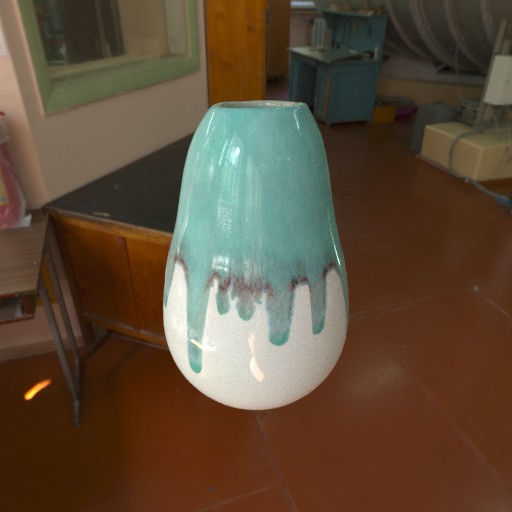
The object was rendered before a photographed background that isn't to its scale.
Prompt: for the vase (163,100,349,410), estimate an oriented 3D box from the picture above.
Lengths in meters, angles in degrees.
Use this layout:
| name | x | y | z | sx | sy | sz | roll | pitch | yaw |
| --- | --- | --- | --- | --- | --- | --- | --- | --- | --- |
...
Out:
| name | x | y | z | sx | sy | sz | roll | pitch | yaw |
| --- | --- | --- | --- | --- | --- | --- | --- | --- | --- |
| vase | 0.000 | 0.000 | 0.262 | 0.116 | 0.179 | 0.116 | 0 | 31 | 0 |
